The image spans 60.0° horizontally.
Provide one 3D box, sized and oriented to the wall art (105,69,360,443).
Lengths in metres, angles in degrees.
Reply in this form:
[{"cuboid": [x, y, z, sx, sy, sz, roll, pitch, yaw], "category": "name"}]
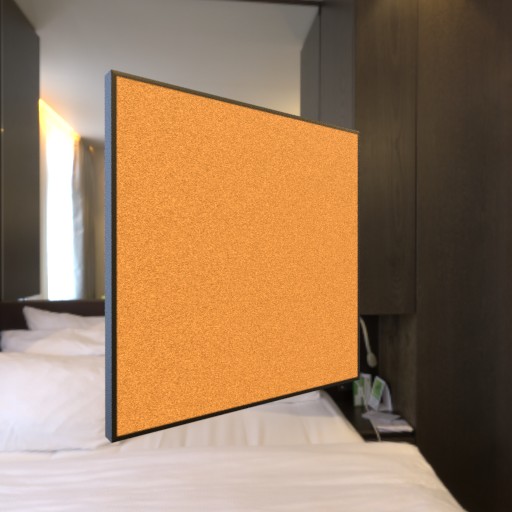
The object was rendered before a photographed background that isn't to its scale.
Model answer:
[{"cuboid": [0.000, 0.000, 1.154, 0.769, 0.766, 0.042, 0, 0, -37], "category": "wall art"}]
